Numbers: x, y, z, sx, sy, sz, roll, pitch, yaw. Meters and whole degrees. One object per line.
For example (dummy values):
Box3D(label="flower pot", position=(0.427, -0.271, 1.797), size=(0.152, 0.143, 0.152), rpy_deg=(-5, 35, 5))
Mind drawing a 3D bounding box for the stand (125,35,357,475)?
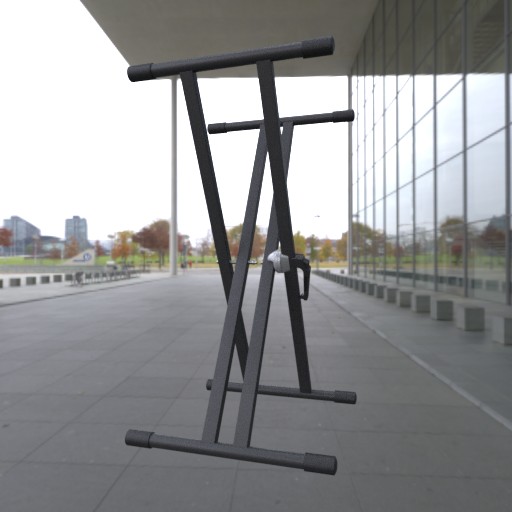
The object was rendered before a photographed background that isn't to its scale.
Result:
Box3D(label="stand", position=(0.000, 0.000, 1.205), size=(0.495, 0.900, 0.503), rpy_deg=(0, -1, 18))
